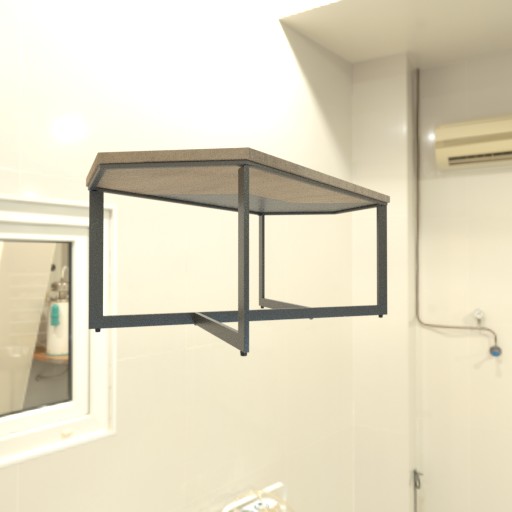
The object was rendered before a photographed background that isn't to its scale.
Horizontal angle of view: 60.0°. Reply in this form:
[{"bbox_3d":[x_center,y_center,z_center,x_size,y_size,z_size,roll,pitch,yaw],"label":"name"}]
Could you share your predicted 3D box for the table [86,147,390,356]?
[{"bbox_3d":[0.000,0.000,1.495,0.609,0.457,1.219,-1,-1,36],"label":"table"}]
